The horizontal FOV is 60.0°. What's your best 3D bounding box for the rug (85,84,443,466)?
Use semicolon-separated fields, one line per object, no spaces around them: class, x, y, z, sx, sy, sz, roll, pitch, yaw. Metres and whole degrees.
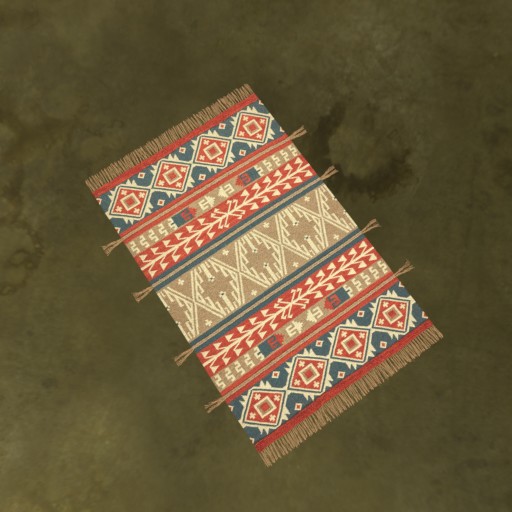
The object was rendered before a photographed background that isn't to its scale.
rug;0.000;0.000;3.210;1.778;0.048;2.450;-34;79;-8
